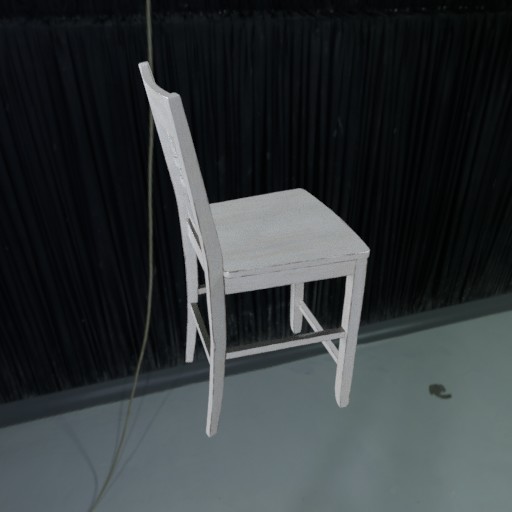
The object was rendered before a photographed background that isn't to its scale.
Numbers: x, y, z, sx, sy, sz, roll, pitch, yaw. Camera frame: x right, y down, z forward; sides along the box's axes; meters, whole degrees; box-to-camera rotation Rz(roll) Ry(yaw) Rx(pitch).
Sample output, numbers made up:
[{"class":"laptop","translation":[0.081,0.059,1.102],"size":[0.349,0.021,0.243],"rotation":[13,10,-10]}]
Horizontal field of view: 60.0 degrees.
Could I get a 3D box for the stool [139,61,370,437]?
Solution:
[{"class":"stool","translation":[0.000,0.000,1.373],"size":[0.539,1.079,0.462],"rotation":[-10,33,-16]}]
